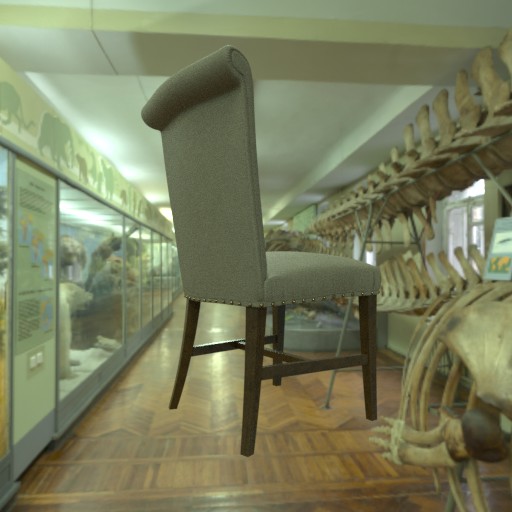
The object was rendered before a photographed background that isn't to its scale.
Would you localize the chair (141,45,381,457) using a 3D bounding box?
[{"bbox_3d":[0.000,0.000,1.378,0.608,0.988,0.513,1,-1,-36],"label":"chair"}]
